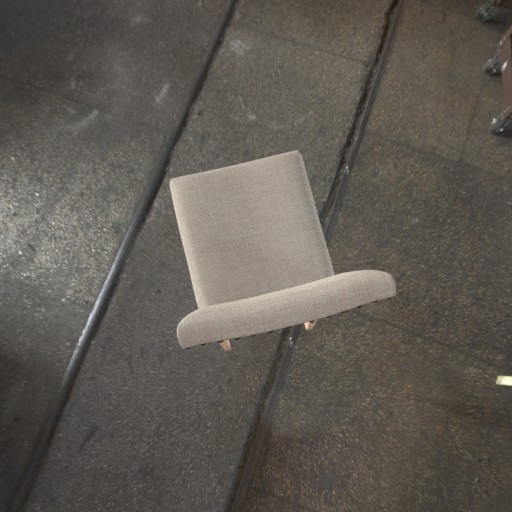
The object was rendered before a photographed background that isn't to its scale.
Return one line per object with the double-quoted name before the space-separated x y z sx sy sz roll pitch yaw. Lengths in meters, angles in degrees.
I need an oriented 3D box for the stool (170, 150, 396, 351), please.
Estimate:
"stool" 0.000 0.000 1.478 0.445 1.173 0.585 -13 76 -3
